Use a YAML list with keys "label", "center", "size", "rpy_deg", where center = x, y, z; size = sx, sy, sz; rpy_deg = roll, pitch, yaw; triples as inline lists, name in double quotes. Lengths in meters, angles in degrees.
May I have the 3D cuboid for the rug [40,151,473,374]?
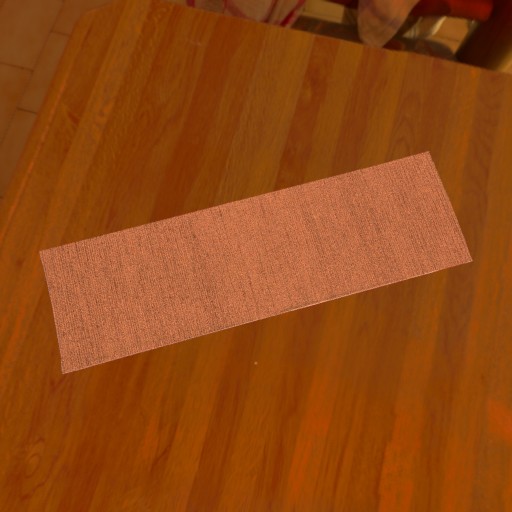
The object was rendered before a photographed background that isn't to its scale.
- label: "rug"
  center: [0.000, 0.000, 2.469]
  size: [2.320, 0.032, 0.692]
  rpy_deg: [-15, 77, -4]
